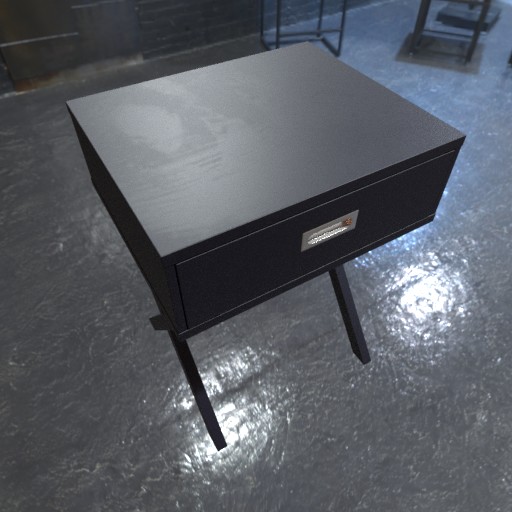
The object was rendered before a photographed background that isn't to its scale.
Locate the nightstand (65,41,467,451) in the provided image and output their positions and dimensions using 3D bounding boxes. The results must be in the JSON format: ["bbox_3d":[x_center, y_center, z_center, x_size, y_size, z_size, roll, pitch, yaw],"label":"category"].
[{"bbox_3d":[0.000,0.000,0.908,0.479,0.623,0.402,-23,51,-20],"label":"nightstand"}]
